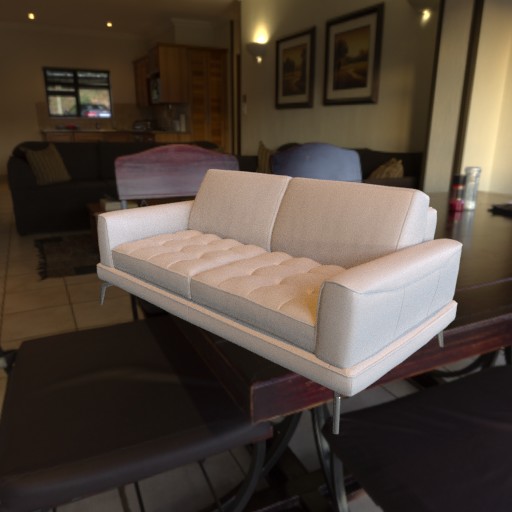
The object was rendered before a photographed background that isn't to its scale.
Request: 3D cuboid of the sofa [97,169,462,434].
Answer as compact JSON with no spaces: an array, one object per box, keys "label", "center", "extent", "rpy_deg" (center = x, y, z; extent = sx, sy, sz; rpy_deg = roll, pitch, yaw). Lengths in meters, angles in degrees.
[{"label":"sofa","center":[0.000,0.000,2.766],"extent":[2.177,0.930,1.121],"rpy_deg":[15,22,42]}]
